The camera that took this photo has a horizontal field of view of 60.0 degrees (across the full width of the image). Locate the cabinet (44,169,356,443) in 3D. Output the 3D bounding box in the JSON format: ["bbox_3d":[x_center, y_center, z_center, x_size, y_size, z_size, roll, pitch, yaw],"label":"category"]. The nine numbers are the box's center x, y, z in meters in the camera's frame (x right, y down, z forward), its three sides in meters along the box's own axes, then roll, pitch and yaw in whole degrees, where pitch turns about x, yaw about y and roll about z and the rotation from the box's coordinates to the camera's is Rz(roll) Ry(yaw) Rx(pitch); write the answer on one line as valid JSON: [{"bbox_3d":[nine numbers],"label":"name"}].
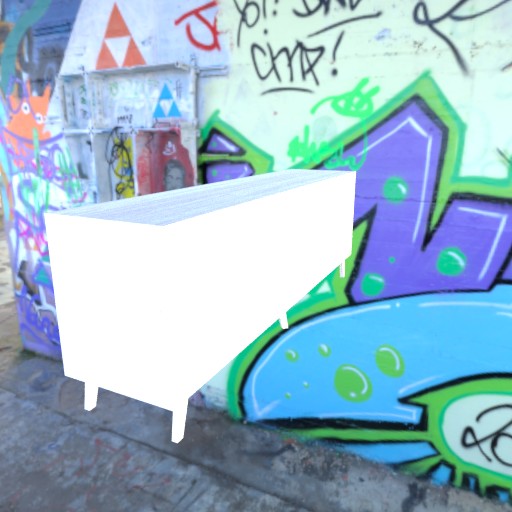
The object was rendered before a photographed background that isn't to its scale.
[{"bbox_3d":[0.000,0.000,2.442,0.500,0.780,2.200,8,17,26],"label":"cabinet"}]
